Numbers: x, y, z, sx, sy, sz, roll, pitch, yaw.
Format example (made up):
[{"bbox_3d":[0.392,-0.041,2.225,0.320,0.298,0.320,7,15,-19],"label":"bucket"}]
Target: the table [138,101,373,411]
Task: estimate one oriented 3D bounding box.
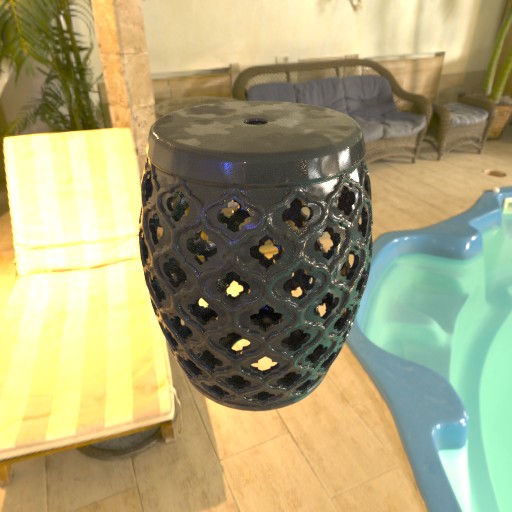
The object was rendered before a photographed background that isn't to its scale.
[{"bbox_3d":[0.000,0.000,0.648,0.325,0.388,0.325,0,31,0],"label":"table"}]
